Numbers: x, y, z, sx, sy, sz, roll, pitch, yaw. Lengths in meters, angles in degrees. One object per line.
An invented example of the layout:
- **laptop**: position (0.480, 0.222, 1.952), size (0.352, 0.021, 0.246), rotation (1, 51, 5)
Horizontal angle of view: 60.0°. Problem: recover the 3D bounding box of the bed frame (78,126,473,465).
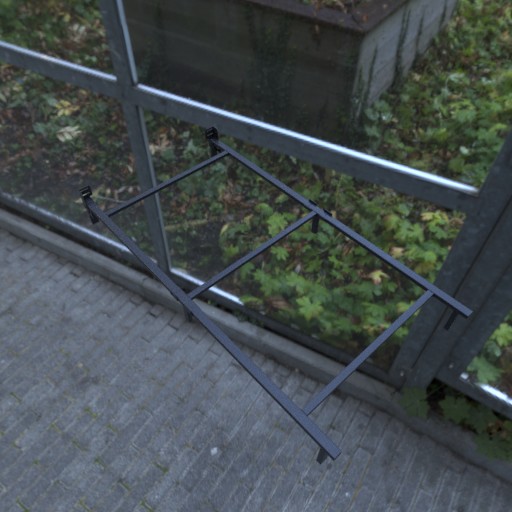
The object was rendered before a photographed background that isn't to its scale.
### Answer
- **bed frame**: position (0.000, 0.000, 2.313), size (0.968, 0.248, 1.897), rotation (-34, 57, -26)
